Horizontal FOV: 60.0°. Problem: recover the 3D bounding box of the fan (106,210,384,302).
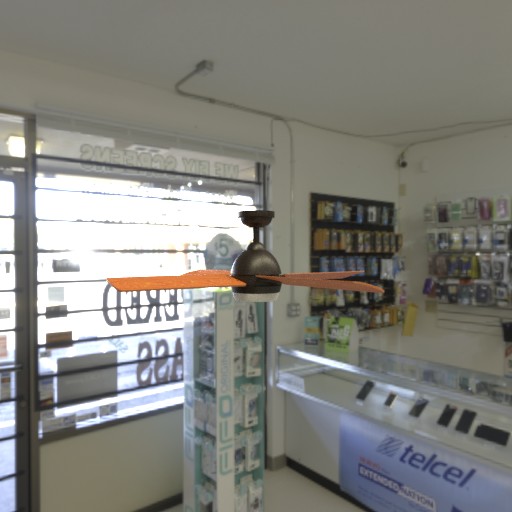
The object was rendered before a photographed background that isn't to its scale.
[{"bbox_3d":[0.000,0.000,2.023,1.332,0.403,1.332,0,0,-36],"label":"fan"}]
